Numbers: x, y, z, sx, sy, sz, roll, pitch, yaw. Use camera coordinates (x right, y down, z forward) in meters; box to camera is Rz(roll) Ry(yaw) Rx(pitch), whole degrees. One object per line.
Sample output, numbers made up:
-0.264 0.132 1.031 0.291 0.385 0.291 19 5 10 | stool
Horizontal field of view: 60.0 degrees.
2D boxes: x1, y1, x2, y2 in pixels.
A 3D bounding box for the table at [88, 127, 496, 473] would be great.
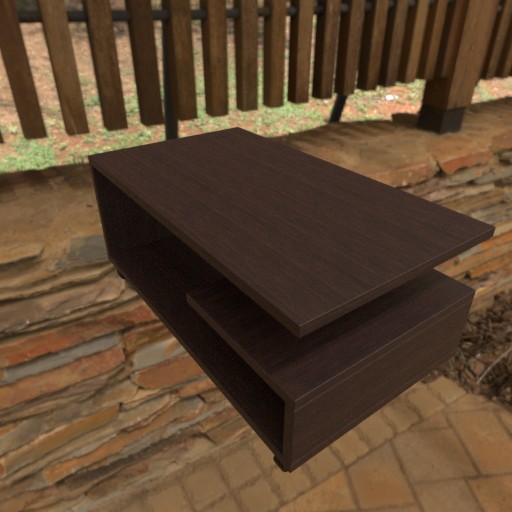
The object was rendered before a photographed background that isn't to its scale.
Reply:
0.000 0.000 1.343 0.590 0.460 1.050 -21 37 -30 | table
